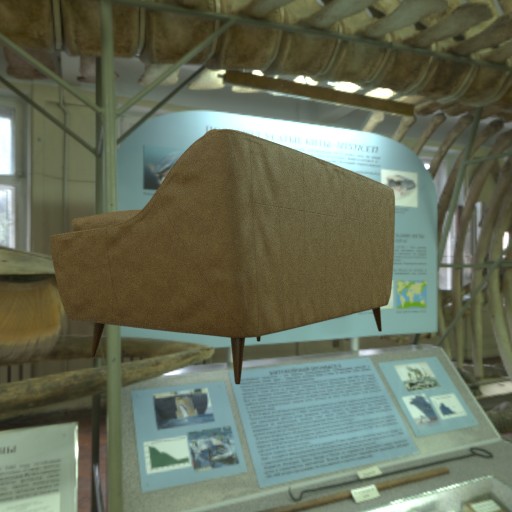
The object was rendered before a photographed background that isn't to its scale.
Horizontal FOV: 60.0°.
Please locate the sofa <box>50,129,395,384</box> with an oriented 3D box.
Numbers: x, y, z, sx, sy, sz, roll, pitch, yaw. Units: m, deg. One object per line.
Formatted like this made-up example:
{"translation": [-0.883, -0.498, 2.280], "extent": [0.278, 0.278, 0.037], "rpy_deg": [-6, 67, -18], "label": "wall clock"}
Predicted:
{"translation": [0.000, 0.000, 2.309], "extent": [0.981, 0.886, 1.731], "rpy_deg": [0, 0, 36], "label": "sofa"}
